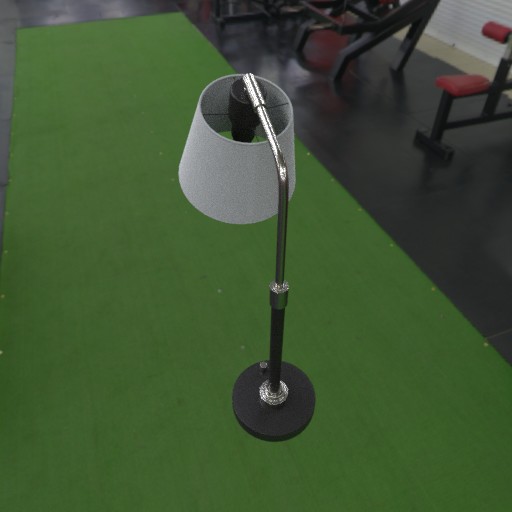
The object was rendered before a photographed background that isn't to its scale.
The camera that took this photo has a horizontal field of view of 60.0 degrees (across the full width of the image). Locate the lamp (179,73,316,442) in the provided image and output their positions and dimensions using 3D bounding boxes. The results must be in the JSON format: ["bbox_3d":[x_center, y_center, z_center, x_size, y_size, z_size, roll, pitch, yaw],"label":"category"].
[{"bbox_3d":[0.000,0.000,0.688,0.181,0.539,0.348,-12,44,-13],"label":"lamp"}]
